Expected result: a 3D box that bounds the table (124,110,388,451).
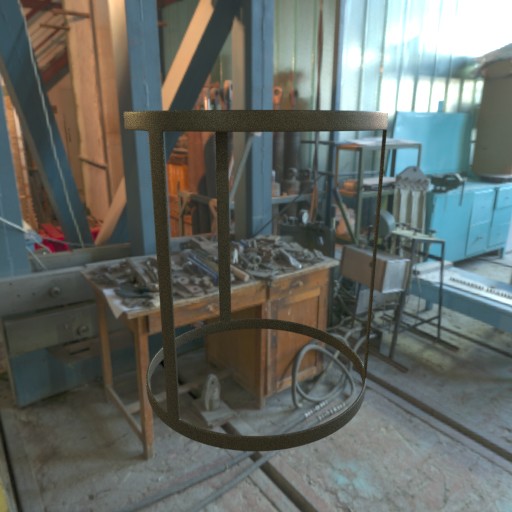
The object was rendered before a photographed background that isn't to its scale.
[{"bbox_3d":[0.000,0.000,0.918,0.480,0.565,0.480,0,17,0],"label":"table"}]
